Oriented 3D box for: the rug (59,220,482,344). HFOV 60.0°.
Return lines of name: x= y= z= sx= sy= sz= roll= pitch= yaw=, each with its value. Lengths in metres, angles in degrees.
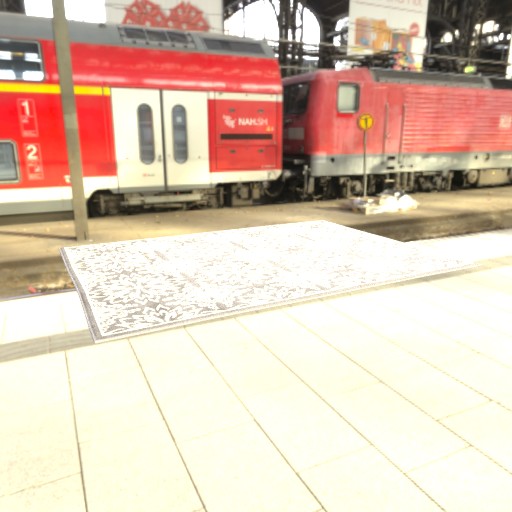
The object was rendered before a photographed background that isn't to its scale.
rug: x=0.000 y=0.000 z=2.847 sx=2.213 sy=0.014 sz=1.608 roll=-8 pitch=17 yaw=-27
